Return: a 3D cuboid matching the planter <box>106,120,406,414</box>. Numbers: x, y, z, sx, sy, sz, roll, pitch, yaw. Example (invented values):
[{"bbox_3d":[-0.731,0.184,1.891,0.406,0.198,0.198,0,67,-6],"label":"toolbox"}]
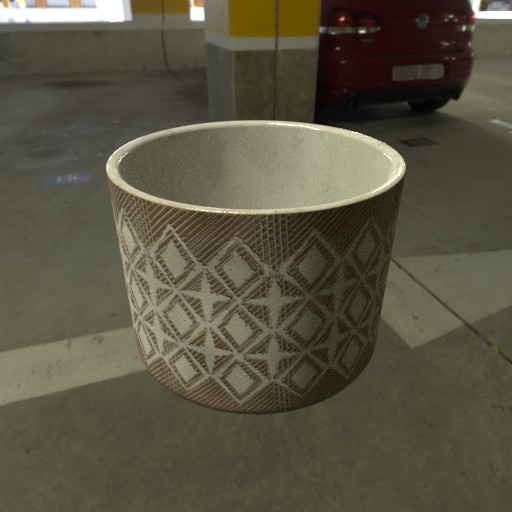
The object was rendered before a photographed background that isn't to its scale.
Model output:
[{"bbox_3d":[0.000,0.000,0.220,0.126,0.104,0.126,0,30,0],"label":"planter"}]
